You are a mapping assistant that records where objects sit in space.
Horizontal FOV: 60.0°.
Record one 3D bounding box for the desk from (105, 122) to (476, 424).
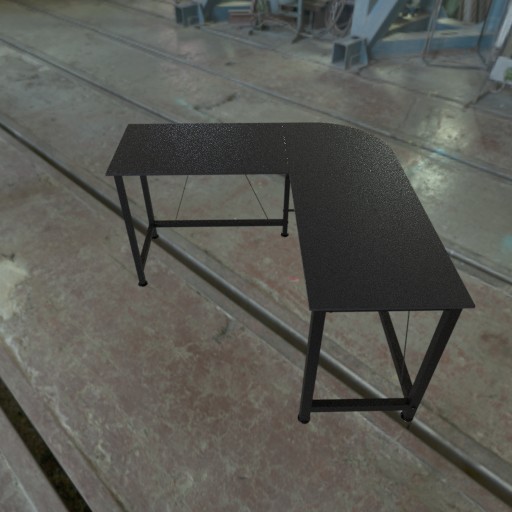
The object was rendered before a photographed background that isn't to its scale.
[{"bbox_3d":[0.000,0.000,2.207,1.400,0.762,1.400,-1,41,-1],"label":"desk"}]
